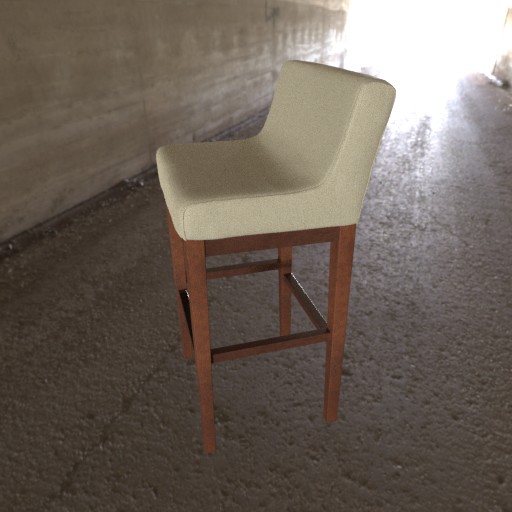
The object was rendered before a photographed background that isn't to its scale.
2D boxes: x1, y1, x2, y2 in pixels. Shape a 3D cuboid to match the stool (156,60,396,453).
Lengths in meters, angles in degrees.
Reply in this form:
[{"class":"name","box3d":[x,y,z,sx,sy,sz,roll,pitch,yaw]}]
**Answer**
[{"class":"stool","box3d":[0.000,0.000,1.325,0.500,1.037,0.511,-8,30,-14]}]
